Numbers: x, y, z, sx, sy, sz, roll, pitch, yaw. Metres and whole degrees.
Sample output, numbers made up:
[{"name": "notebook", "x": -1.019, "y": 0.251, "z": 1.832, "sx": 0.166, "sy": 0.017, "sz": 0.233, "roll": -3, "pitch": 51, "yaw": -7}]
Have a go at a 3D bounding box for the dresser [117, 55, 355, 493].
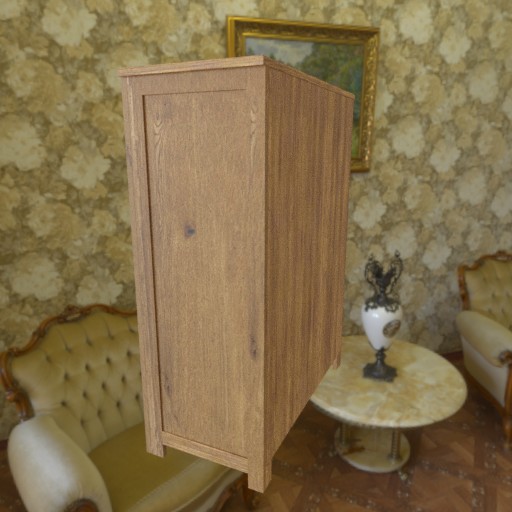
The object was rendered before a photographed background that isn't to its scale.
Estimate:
[{"name": "dresser", "x": 0.000, "y": 0.000, "z": 1.965, "sx": 0.558, "sy": 1.431, "sz": 1.081, "roll": 7, "pitch": 15, "yaw": 25}]
